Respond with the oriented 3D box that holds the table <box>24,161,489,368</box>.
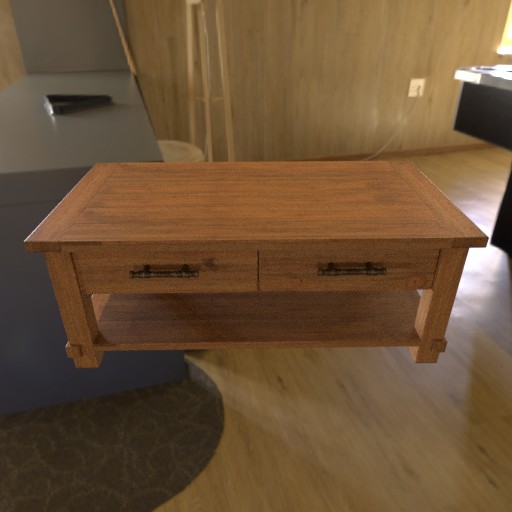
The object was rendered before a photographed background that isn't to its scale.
[{"bbox_3d":[0.000,0.000,1.623,1.270,0.494,0.693,-1,30,-1],"label":"table"}]
